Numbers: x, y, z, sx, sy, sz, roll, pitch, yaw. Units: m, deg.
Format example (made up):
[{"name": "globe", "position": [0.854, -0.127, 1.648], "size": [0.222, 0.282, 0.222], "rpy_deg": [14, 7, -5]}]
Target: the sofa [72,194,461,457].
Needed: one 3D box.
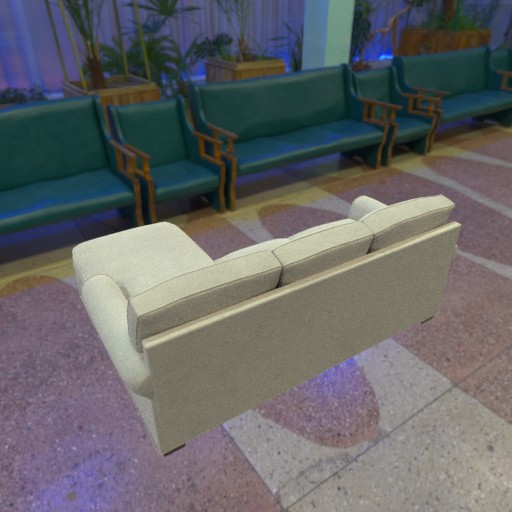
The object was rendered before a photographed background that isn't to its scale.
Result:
[{"name": "sofa", "position": [0.000, 0.000, 2.360], "size": [1.770, 0.734, 1.226], "rpy_deg": [-18, 36, -27]}]
